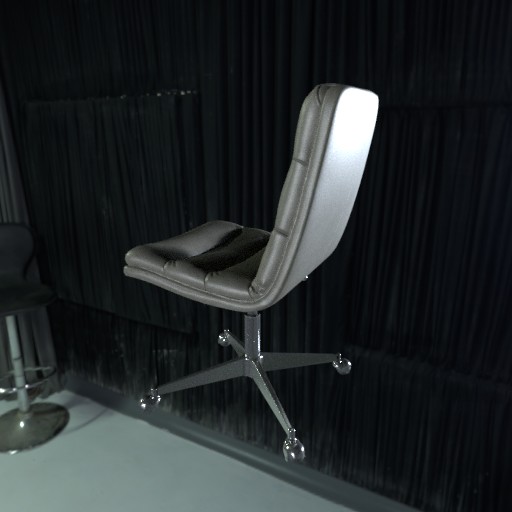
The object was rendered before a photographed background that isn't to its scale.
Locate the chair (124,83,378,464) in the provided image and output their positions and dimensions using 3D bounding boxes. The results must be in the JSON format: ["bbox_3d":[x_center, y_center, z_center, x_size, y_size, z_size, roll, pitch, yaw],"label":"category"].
[{"bbox_3d":[0.000,0.000,1.048,0.485,0.738,0.422,7,18,24],"label":"chair"}]
